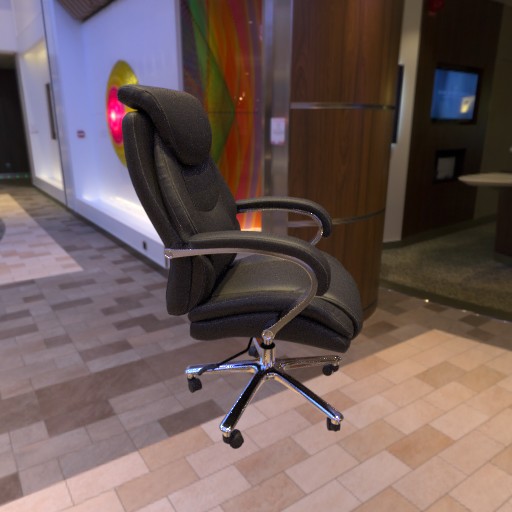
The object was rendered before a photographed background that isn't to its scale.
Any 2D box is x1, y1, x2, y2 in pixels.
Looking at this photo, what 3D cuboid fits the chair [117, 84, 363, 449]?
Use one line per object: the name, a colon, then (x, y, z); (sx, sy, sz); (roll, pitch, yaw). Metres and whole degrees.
chair: (0.000, 0.000, 1.648); (0.790, 1.183, 0.755); (3, 17, 9)
